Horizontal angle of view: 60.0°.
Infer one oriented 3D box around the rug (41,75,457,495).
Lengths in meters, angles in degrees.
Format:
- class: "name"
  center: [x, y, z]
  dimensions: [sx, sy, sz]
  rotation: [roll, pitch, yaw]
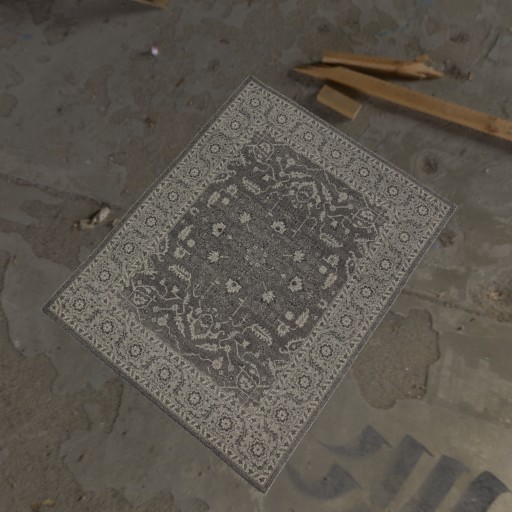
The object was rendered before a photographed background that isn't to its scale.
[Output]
- class: "rug"
  center: [0.000, 0.000, 4.026]
  dimensions: [2.451, 0.026, 3.069]
  rotation: [36, 77, 10]
